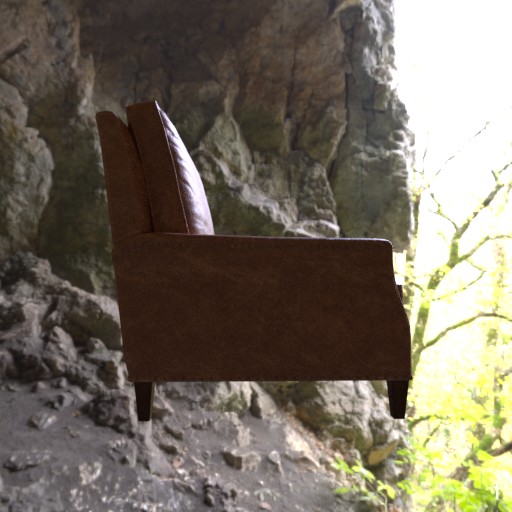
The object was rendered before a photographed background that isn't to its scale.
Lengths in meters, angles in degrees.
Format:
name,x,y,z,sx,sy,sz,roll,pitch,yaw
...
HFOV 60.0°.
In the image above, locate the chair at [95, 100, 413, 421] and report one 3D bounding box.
name,x,y,z,sx,sy,sz,roll,pitch,yaw
chair,0.000,0.000,1.812,1.035,1.054,0.854,0,-1,-1
